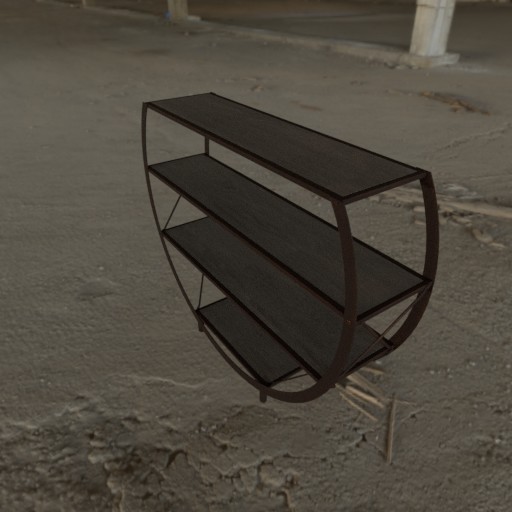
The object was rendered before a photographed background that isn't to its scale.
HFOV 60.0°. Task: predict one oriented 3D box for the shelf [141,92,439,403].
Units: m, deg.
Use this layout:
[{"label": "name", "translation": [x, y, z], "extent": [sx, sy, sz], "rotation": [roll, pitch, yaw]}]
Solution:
[{"label": "shelf", "translation": [0.000, 0.000, 1.856], "extent": [0.344, 1.063, 1.403], "rotation": [-21, 38, -29]}]
